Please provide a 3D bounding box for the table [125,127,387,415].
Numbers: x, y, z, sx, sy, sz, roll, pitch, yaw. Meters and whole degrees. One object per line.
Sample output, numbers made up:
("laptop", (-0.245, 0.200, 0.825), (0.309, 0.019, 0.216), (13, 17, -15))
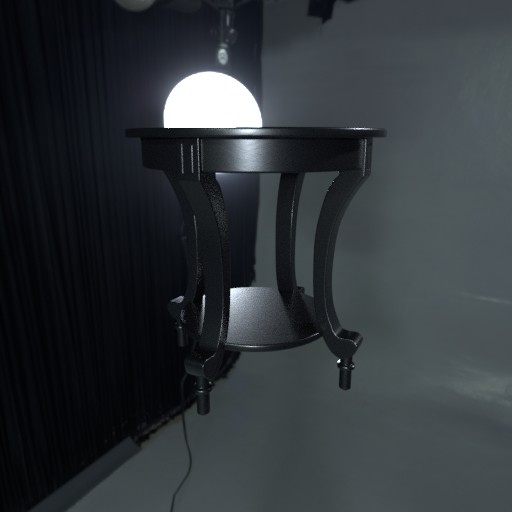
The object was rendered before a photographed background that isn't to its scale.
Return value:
("table", (0.000, 0.000, 1.128), (0.597, 0.618, 0.597), (0, 15, 0))
